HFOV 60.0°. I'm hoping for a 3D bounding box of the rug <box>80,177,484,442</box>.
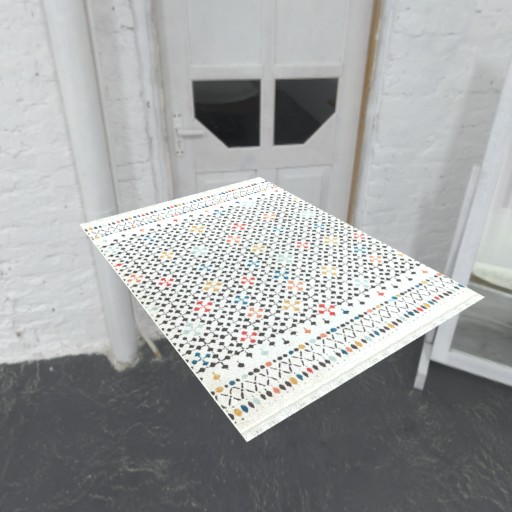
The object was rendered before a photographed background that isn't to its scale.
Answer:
[{"bbox_3d":[0.000,0.000,4.183,2.354,0.007,3.196,-20,37,-29],"label":"rug"}]
